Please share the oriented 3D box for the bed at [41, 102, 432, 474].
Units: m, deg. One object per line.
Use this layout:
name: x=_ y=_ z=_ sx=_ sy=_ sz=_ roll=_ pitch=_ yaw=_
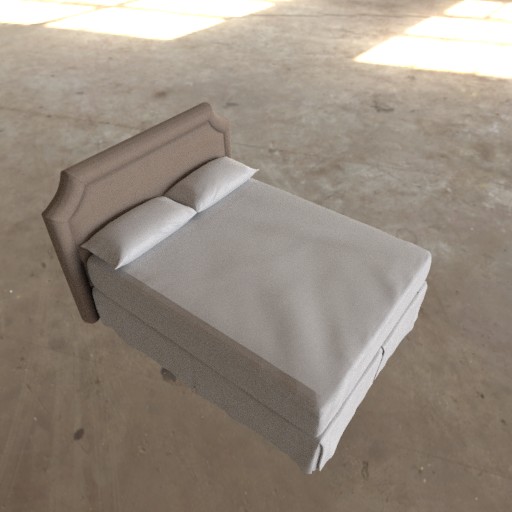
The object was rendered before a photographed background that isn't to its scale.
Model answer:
bed: x=0.000 y=0.000 z=3.208 sx=2.164 sy=1.303 sz=1.828 roll=27 pitch=48 yaw=27
